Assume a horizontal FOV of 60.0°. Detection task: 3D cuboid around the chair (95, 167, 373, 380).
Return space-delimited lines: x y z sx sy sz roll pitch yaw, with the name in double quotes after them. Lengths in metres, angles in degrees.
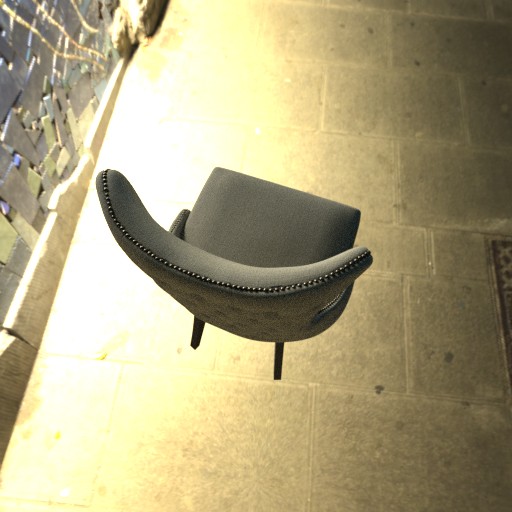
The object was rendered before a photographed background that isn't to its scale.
0.000 0.000 1.370 0.628 0.967 0.635 18 65 9 "chair"
